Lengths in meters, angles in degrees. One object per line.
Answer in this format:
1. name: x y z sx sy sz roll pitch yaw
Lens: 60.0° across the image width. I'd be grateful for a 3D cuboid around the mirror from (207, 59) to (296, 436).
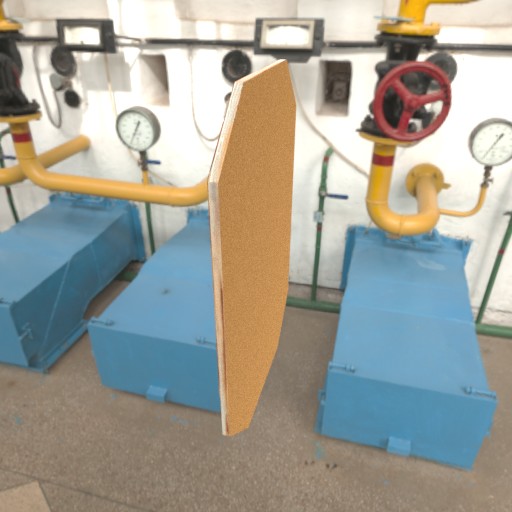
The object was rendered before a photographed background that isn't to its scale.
1. mirror: 0.000 0.000 1.293 0.061 1.015 0.709 8 31 14
